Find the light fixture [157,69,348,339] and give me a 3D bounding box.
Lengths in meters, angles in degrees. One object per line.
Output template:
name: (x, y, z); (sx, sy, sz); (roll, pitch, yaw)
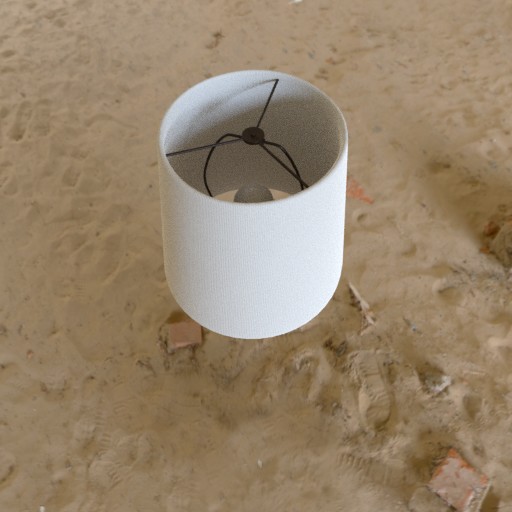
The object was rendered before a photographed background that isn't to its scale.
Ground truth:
light fixture: (0.000, 0.000, 0.440); (0.168, 0.337, 0.188); (15, 59, 9)
